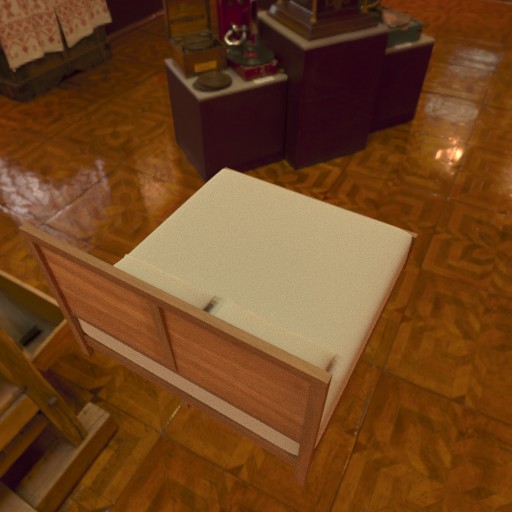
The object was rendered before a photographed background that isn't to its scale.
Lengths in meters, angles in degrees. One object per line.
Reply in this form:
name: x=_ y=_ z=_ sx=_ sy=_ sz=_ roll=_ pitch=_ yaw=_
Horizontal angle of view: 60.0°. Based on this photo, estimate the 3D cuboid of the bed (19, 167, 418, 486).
bed: x=0.000 y=0.000 z=3.443 sx=2.003 sy=1.387 sz=2.184 roll=23 pitch=50 yaw=21
